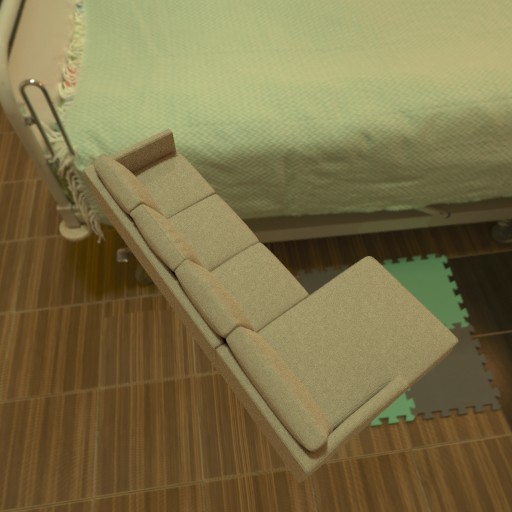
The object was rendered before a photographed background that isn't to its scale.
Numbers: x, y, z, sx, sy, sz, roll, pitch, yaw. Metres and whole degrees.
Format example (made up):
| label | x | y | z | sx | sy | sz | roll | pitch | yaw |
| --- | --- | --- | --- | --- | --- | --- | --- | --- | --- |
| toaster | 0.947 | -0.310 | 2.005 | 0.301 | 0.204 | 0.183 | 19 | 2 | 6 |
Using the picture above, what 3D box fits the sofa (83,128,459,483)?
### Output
| label | x | y | z | sx | sy | sz | roll | pitch | yaw |
| --- | --- | --- | --- | --- | --- | --- | --- | --- | --- |
| sofa | 0.000 | 0.000 | 3.862 | 1.625 | 0.846 | 3.186 | -32 | 63 | -19 |
